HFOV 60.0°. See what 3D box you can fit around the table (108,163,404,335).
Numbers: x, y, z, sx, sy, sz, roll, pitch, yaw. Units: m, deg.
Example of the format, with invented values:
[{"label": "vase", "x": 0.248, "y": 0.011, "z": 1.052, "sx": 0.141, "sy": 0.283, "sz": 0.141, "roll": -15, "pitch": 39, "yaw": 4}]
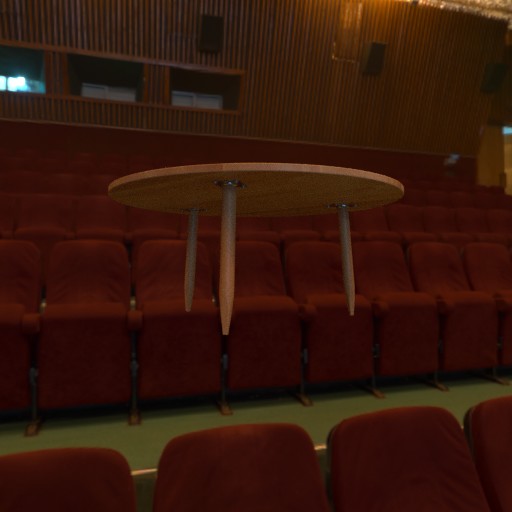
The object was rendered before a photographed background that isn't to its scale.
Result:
[{"label": "table", "x": 0.000, "y": 0.000, "z": 1.418, "sx": 0.900, "sy": 0.400, "sz": 0.900, "roll": 0, "pitch": -1, "yaw": 0}]
